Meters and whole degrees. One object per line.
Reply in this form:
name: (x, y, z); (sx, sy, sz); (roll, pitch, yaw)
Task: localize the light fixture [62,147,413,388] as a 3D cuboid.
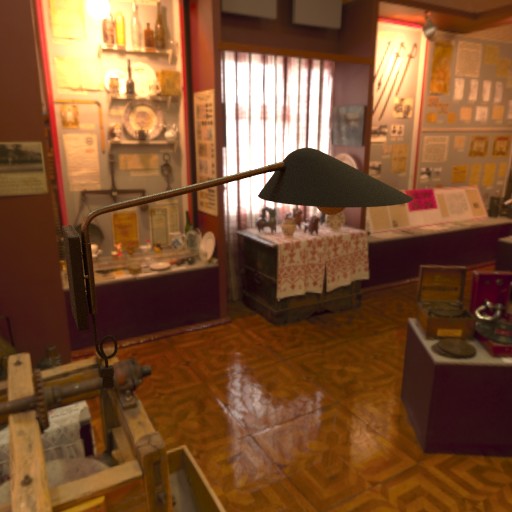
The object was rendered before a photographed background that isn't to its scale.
light fixture: (0.000, 0.000, 0.661); (0.516, 0.312, 0.240); (-8, 17, -27)
